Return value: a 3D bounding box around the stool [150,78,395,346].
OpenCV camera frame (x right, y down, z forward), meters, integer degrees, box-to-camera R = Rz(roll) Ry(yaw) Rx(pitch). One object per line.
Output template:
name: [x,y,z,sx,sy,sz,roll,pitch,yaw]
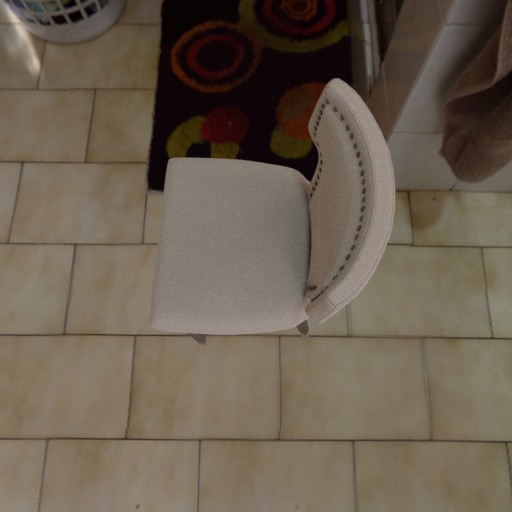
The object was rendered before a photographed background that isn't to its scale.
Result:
stool: [0.000,0.000,1.403,0.563,1.092,0.526,3,74,1]
